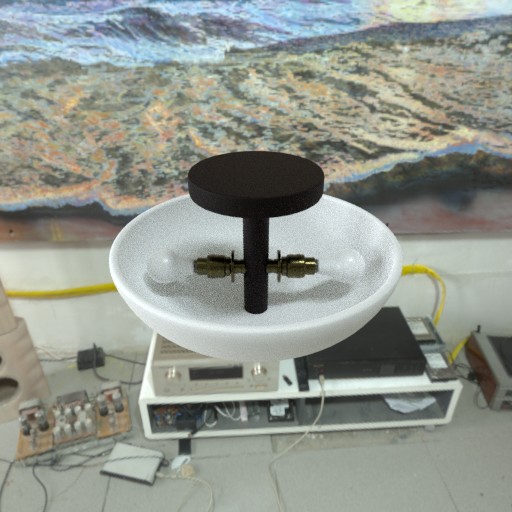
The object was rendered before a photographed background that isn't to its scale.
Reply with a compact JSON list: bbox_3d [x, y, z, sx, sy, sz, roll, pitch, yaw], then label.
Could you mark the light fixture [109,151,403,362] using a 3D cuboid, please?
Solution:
[{"bbox_3d":[0.000,0.000,0.529,0.331,0.212,0.331,0,31,0],"label":"light fixture"}]
